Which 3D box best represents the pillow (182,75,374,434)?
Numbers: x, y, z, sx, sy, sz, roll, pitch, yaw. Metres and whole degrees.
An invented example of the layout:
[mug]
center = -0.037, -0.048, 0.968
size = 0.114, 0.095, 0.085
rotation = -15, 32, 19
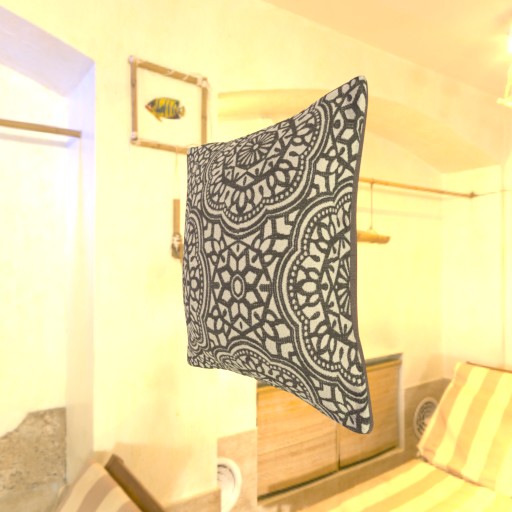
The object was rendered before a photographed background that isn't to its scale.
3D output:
[pillow]
center = 0.000, 0.000, 0.679
size = 0.148, 0.417, 0.436
rotation = 0, -1, -37
